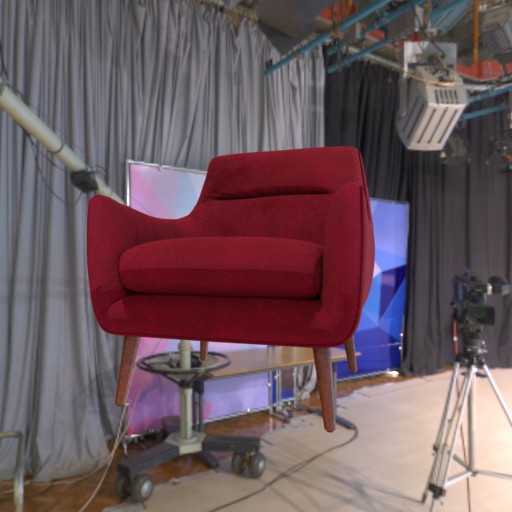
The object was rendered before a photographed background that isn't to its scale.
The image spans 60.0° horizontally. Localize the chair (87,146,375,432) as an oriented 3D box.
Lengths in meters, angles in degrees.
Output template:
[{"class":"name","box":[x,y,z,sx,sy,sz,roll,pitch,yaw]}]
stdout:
[{"class":"chair","box":[0.000,0.000,1.463,0.762,0.838,0.787,0,0,18]}]
